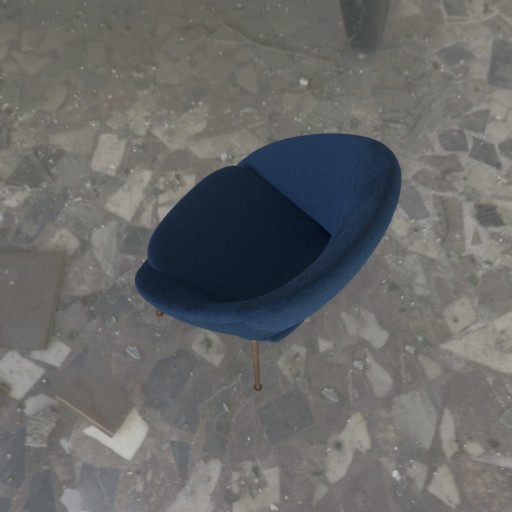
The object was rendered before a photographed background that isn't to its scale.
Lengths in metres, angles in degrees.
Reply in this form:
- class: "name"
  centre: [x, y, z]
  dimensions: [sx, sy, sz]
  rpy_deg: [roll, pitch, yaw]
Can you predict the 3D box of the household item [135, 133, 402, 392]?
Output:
- class: "household item"
  centre: [0.000, 0.000, 1.264]
  dimensions: [0.573, 0.852, 0.623]
  rpy_deg: [33, 68, 15]
